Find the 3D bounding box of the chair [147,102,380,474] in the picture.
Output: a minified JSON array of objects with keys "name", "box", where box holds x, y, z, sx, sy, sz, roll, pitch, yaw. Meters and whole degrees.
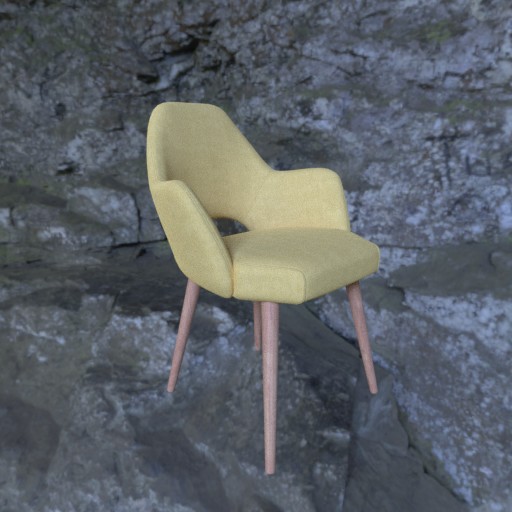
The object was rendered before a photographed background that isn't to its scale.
[{"name":"chair","box":[0.000,0.000,1.246,0.610,0.840,0.590,15,21,42]}]
